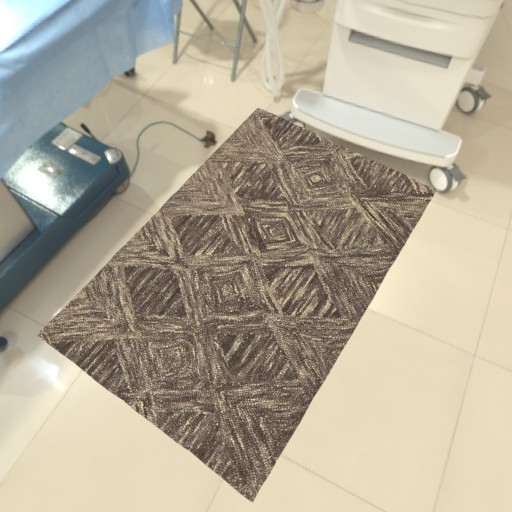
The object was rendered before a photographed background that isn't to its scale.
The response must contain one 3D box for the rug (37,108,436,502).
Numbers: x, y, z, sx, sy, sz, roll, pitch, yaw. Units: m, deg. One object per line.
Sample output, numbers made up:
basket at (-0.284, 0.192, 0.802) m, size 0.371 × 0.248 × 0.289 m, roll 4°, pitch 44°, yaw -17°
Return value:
rug at (0.000, 0.000, 2.224) m, size 1.186 × 0.012 × 1.814 m, roll 30°, pitch 64°, yaw 16°
